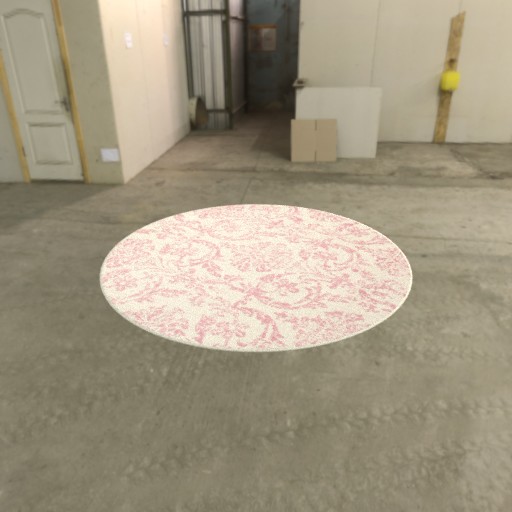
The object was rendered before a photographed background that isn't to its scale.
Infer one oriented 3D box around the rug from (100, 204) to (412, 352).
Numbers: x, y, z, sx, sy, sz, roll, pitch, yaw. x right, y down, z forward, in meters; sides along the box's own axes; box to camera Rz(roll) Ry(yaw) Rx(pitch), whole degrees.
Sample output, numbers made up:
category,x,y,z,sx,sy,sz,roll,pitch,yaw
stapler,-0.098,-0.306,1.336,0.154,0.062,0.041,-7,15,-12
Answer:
category,x,y,z,sx,sy,sz,roll,pitch,yaw
rug,0.000,0.000,2.366,1.593,0.012,1.593,0,27,0
